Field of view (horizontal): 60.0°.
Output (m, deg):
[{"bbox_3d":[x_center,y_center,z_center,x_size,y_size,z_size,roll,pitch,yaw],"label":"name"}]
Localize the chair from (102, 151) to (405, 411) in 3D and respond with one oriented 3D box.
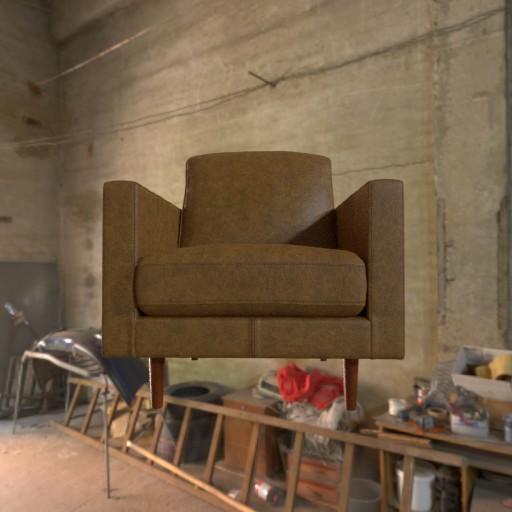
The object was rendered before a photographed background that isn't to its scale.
[{"bbox_3d":[0.000,0.000,1.704,0.890,0.956,0.909,0,-1,2],"label":"chair"}]
